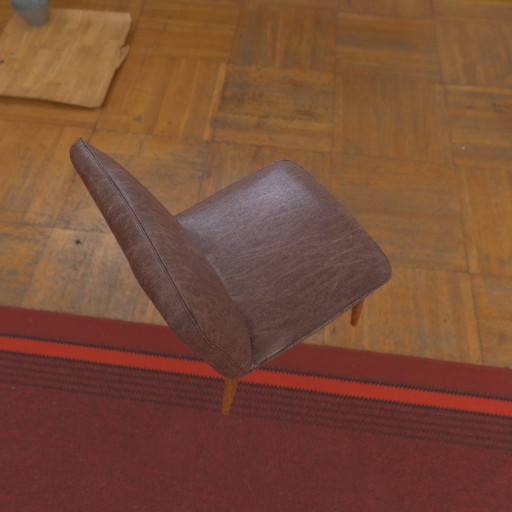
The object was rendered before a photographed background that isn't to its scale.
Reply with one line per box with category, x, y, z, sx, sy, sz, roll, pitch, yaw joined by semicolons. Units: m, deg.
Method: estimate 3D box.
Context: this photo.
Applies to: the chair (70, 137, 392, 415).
chair;0.000;0.000;1.200;0.645;0.803;0.543;-34;65;-18
